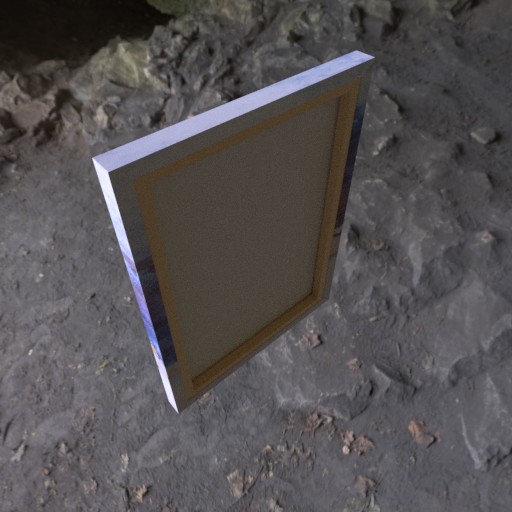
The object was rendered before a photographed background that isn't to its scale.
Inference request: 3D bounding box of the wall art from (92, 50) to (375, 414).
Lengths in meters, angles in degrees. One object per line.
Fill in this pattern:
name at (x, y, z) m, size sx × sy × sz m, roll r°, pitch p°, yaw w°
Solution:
wall art at (0.000, 0.000, 0.777) m, size 0.437 × 0.581 × 0.036 m, roll -32°, pitch 54°, yaw -27°
